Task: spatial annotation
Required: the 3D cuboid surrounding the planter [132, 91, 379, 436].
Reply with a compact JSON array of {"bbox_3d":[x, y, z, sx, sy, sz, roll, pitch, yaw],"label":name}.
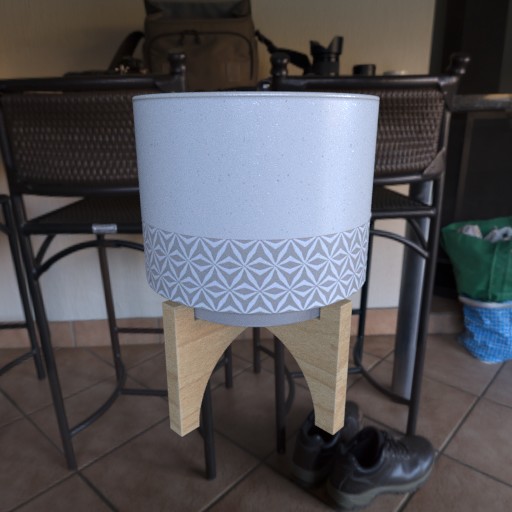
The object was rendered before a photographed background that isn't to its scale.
[{"bbox_3d":[0.000,0.000,0.511,0.249,0.343,0.249,0,17,0],"label":"planter"}]
